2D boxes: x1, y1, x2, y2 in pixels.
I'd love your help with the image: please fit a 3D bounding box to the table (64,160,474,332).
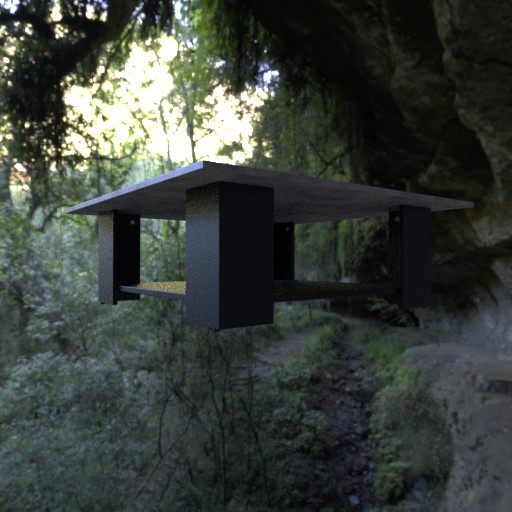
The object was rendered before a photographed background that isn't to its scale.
[{"bbox_3d":[0.000,0.000,1.353,0.890,0.305,0.890,0,-1,-37],"label":"table"}]
